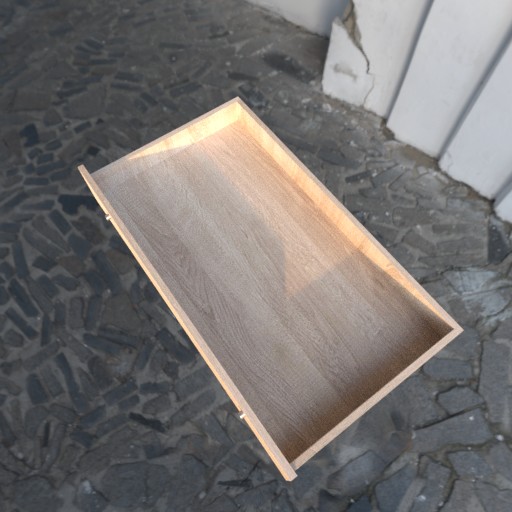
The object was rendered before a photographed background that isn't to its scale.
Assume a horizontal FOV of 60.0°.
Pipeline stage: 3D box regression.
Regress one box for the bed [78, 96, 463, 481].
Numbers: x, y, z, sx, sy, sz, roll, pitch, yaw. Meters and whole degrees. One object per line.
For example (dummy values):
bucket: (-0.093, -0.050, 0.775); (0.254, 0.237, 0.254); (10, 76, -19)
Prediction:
bed: (0.000, 0.000, 1.500); (0.685, 0.209, 1.200); (-33, 68, -15)
